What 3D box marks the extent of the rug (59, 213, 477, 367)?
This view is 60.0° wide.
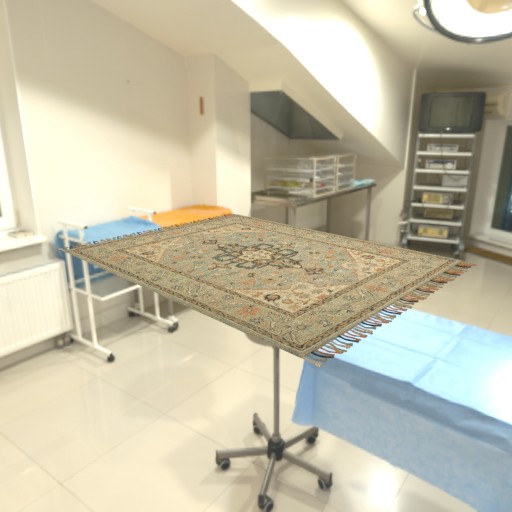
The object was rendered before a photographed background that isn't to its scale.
[{"bbox_3d":[0.000,0.000,2.257,1.730,0.009,1.278,16,23,41],"label":"rug"}]
